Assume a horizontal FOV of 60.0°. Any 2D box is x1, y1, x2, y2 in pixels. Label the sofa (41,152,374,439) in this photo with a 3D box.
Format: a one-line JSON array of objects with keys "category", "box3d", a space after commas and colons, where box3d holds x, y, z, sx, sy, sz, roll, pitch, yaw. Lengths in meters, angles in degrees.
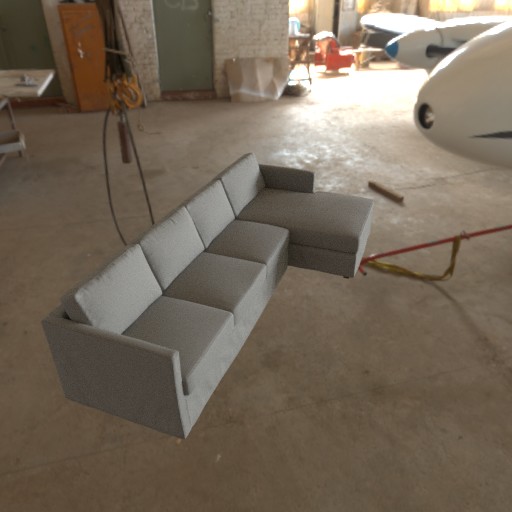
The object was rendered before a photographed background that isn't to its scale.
[{"category": "sofa", "box3d": [0.000, 0.000, 3.852, 1.622, 0.867, 3.177, 11, 33, 18]}]
